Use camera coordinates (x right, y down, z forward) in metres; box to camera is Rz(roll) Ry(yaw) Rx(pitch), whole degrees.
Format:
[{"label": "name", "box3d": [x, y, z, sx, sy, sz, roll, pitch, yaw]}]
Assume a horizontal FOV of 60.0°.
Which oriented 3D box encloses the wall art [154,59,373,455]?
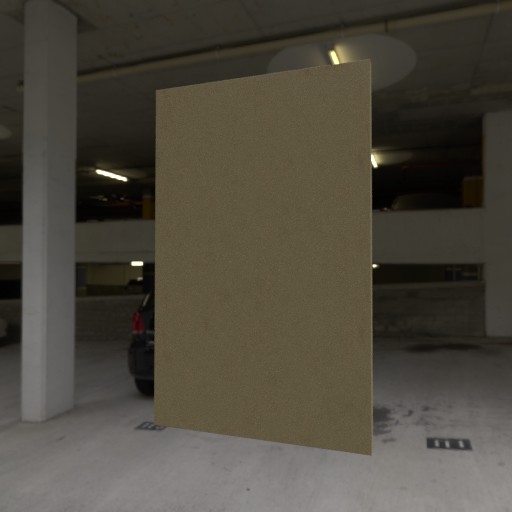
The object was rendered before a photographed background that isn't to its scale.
[{"label": "wall art", "box3d": [0.000, 0.000, 1.004, 0.510, 0.810, 0.039, 0, -1, 19]}]
